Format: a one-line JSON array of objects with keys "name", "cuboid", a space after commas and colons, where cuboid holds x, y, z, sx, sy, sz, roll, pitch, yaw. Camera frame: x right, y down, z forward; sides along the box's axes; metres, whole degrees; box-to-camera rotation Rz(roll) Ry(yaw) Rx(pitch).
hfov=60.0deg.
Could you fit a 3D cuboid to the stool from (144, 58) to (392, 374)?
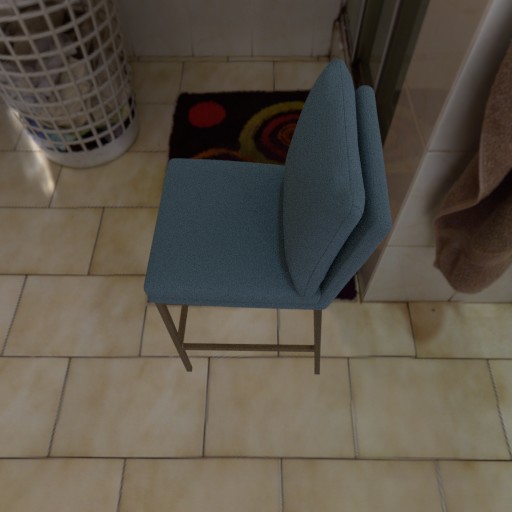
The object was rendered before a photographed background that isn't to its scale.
[{"name": "stool", "cuboid": [0.000, 0.000, 1.411, 0.568, 1.124, 0.463, 2, 59, 1]}]
